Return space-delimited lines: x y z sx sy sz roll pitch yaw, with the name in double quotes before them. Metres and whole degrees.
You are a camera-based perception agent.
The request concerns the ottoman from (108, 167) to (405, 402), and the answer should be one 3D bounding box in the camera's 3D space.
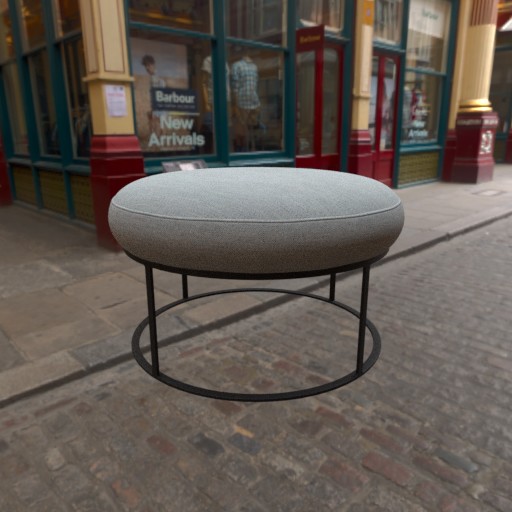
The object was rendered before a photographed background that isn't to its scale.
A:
"ottoman" 0.000 0.000 1.239 0.769 0.459 0.769 0 16 0
